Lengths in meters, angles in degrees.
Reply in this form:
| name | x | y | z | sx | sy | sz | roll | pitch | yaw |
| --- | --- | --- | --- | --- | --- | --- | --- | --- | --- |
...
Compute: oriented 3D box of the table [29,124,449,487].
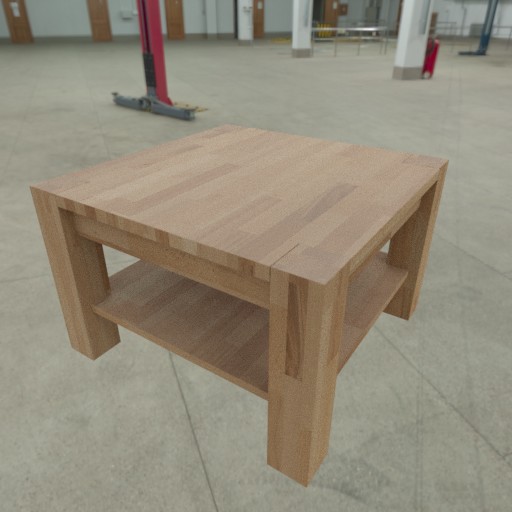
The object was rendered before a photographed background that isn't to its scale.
| name | x | y | z | sx | sy | sz | roll | pitch | yaw |
| --- | --- | --- | --- | --- | --- | --- | --- | --- | --- |
| table | 0.000 | 0.000 | 1.141 | 0.700 | 0.451 | 0.700 | 18 | 34 | 29 |
